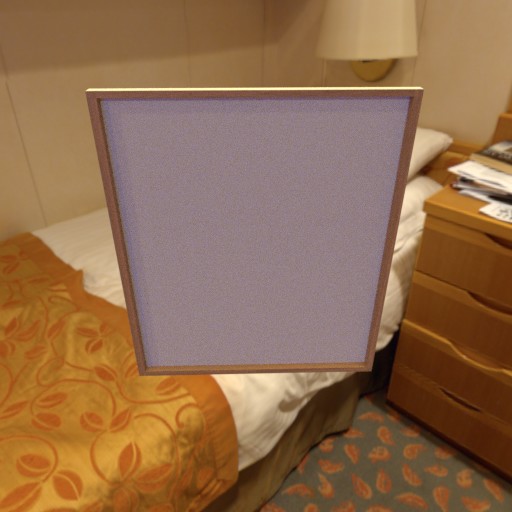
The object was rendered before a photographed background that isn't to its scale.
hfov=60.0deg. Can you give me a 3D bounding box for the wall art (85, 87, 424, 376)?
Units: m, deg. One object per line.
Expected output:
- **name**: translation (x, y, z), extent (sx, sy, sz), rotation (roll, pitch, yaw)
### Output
- **wall art**: translation (0.000, 0.000, 0.989), extent (0.609, 0.710, 0.021), rotation (-1, 31, -1)
